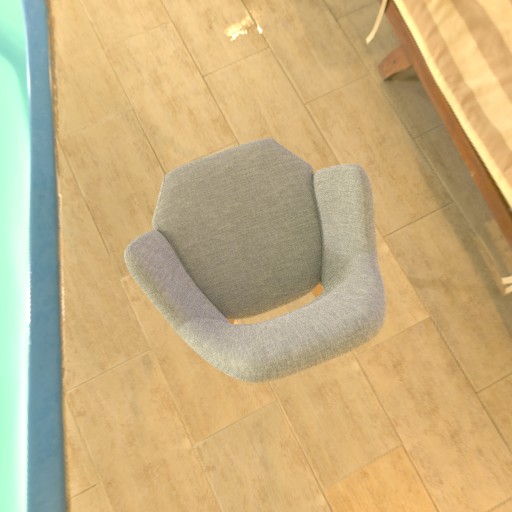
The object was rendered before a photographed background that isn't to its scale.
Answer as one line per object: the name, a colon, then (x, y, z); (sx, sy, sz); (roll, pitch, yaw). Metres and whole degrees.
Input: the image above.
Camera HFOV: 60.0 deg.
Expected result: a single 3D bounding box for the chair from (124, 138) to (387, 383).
chair: (0.000, 0.000, 1.201); (0.590, 0.840, 0.610); (-20, 77, -5)
